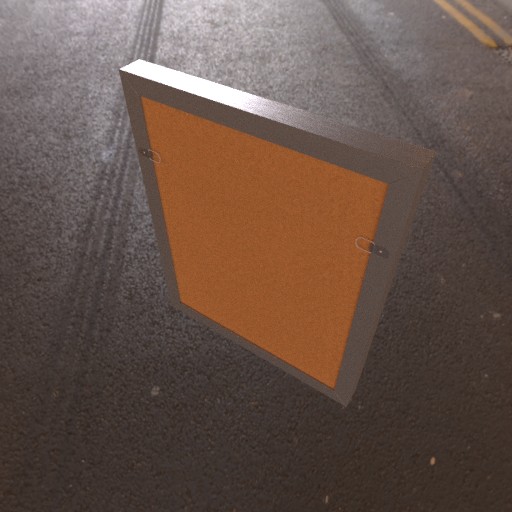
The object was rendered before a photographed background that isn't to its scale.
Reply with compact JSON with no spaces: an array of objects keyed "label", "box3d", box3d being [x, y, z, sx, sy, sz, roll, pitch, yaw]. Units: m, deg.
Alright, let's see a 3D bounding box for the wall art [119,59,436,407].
[{"label":"wall art","box3d":[0.000,0.000,0.523,0.308,0.379,0.030,26,51,23]}]
